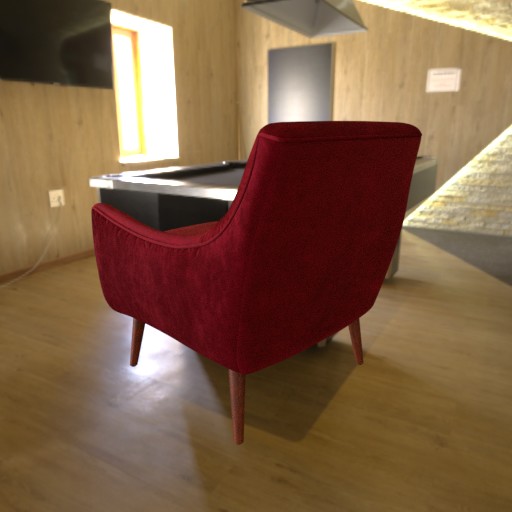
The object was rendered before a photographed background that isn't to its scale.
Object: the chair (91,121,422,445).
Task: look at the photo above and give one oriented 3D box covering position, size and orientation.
[{"bbox_3d":[0.000,0.000,1.440,0.762,0.838,0.787,-16,23,-42],"label":"chair"}]
